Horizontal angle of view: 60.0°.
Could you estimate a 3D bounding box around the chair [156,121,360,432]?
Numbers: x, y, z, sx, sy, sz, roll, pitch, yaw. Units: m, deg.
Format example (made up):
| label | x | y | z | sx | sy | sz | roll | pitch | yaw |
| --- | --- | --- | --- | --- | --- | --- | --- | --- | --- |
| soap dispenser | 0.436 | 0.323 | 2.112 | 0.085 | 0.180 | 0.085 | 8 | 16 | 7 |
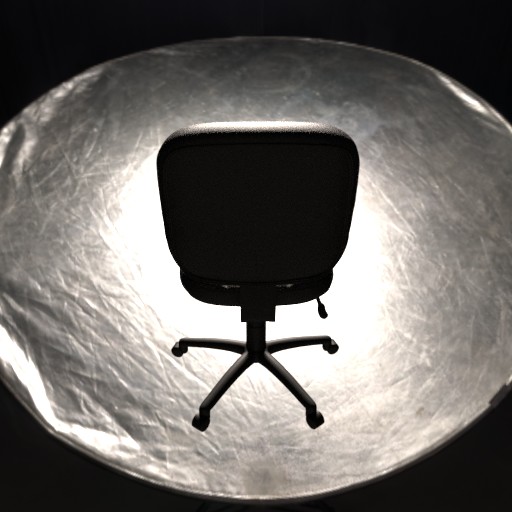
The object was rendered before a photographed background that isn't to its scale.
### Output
| label | x | y | z | sx | sy | sz | roll | pitch | yaw |
| --- | --- | --- | --- | --- | --- | --- | --- | --- | --- |
| chair | 0.000 | 0.000 | 1.418 | 0.647 | 0.959 | 0.646 | -1 | 29 | -1 |
